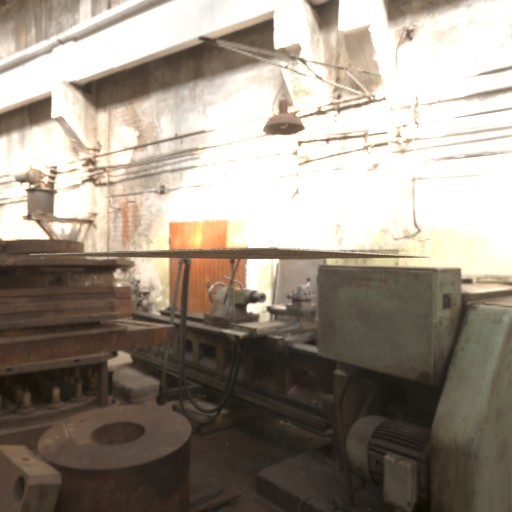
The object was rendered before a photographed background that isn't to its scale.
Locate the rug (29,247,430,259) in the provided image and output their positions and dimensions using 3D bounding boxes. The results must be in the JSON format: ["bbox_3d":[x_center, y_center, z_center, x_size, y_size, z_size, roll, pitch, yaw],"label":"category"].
[{"bbox_3d":[0.000,0.000,4.157,2.423,0.014,3.040,-1,-1,35],"label":"rug"}]
